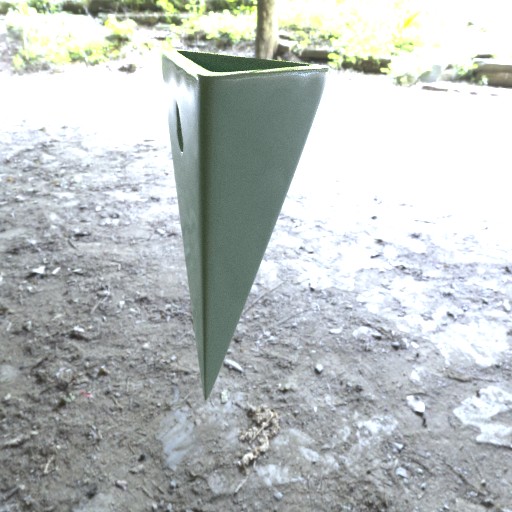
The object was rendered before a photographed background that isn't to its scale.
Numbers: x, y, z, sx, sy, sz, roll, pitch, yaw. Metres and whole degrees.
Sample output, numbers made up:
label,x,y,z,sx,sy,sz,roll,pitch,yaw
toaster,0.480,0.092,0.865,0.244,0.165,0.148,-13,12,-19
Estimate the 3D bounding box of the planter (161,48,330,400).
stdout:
label,x,y,z,sx,sy,sz,roll,pitch,yaw
planter,0.000,0.000,0.215,0.064,0.178,0.080,-10,32,-16
